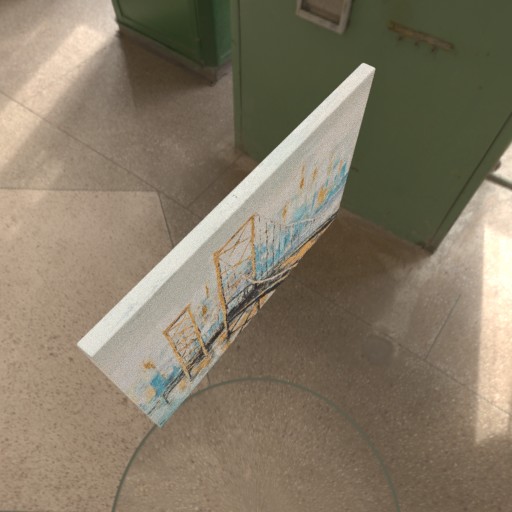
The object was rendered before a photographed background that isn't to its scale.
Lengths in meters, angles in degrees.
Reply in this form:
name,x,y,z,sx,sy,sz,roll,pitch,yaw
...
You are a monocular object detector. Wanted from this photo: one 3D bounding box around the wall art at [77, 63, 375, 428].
name,x,y,z,sx,sy,sz,roll,pitch,yaw
wall art,0.000,0.000,1.158,0.038,0.609,0.913,33,64,18
